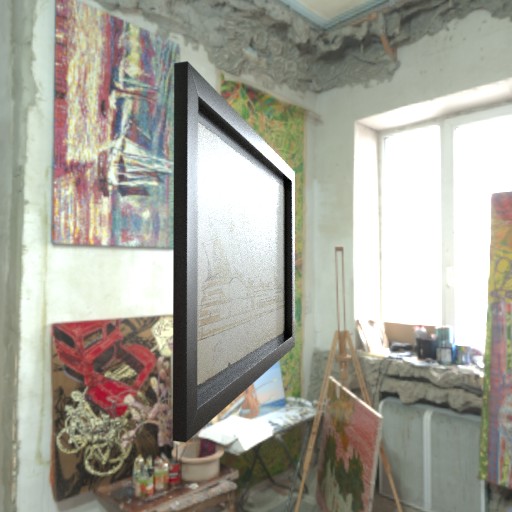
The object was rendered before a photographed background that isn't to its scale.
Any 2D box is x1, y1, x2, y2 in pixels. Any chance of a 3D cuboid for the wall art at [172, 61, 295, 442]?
[{"bbox_3d":[0.000,0.000,0.568,0.013,0.306,0.440,0,-1,16],"label":"wall art"}]
